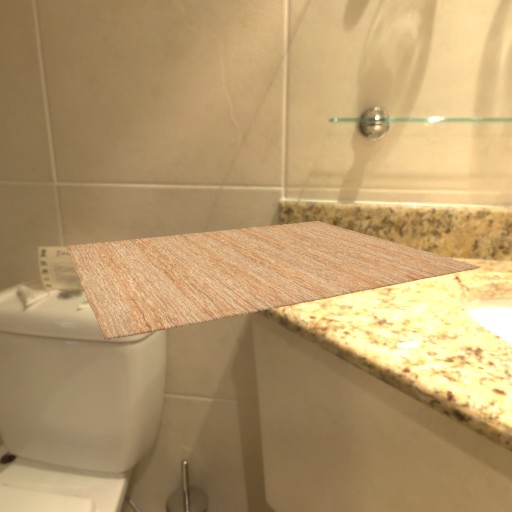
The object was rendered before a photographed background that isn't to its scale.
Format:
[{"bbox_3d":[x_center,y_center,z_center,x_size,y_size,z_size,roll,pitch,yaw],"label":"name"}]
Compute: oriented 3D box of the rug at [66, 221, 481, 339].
[{"bbox_3d":[0.000,0.000,3.917,2.939,0.009,2.313,-8,17,-26],"label":"rug"}]
